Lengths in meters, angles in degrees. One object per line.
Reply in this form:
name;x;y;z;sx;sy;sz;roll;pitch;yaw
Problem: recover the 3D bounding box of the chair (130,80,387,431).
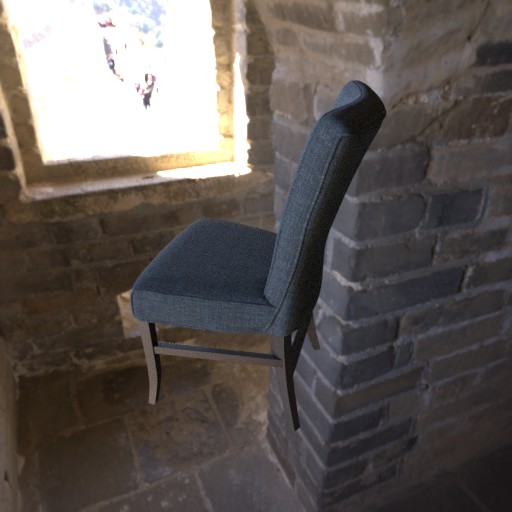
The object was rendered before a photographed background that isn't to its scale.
chair;0.000;0.000;1.385;0.660;0.991;0.520;9;31;15
